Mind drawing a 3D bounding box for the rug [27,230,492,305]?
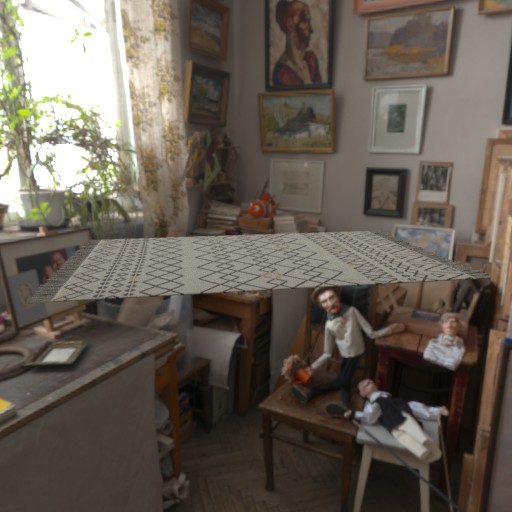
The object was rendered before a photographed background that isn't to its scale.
[{"bbox_3d":[0.000,0.000,2.998,2.472,0.035,1.495,-2,14,-10],"label":"rug"}]
